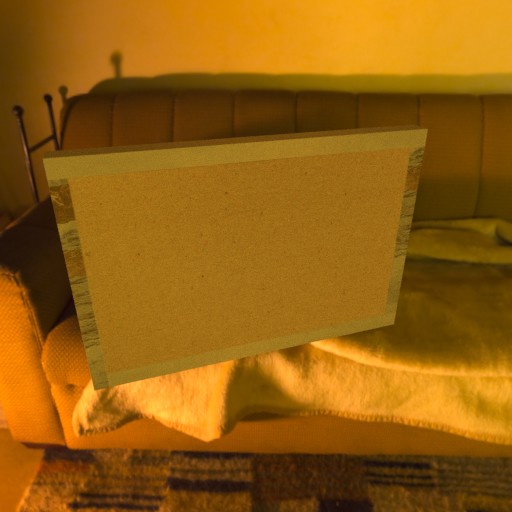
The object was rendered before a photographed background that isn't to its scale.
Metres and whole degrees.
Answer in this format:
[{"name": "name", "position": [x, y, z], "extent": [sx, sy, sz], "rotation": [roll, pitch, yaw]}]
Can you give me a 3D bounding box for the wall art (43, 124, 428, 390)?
[{"name": "wall art", "position": [0.000, 0.000, 0.778], "extent": [0.606, 0.407, 0.041], "rotation": [-9, 29, -17]}]
